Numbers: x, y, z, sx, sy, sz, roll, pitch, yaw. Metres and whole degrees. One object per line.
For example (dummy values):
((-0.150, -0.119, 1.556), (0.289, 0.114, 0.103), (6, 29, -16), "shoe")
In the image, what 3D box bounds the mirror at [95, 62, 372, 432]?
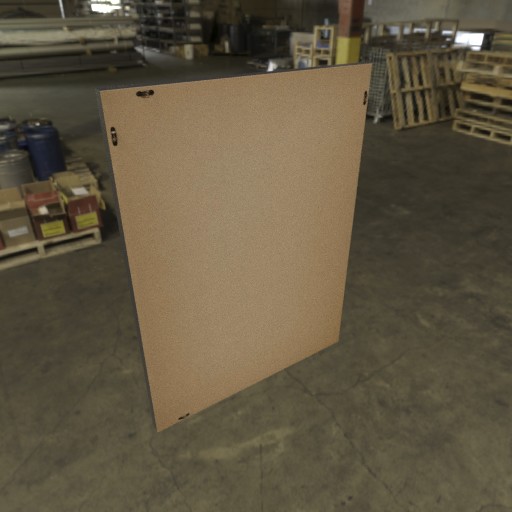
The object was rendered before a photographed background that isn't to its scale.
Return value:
((0.000, 0.000, 1.324), (0.762, 1.016, 0.040), (-19, 35, -29), "mirror")
